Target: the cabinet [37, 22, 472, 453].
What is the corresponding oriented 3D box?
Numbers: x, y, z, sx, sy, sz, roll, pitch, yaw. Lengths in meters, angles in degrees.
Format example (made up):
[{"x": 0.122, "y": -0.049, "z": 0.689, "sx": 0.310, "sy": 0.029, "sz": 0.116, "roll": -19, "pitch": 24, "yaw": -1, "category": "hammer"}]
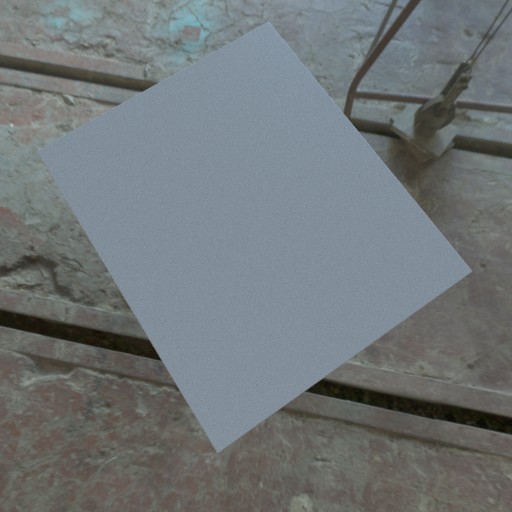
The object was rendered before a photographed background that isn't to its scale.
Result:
[{"x": 0.000, "y": 0.000, "z": 0.736, "sx": 0.360, "sy": 0.470, "sz": 0.400, "roll": -33, "pitch": 77, "yaw": -8, "category": "cabinet"}]
